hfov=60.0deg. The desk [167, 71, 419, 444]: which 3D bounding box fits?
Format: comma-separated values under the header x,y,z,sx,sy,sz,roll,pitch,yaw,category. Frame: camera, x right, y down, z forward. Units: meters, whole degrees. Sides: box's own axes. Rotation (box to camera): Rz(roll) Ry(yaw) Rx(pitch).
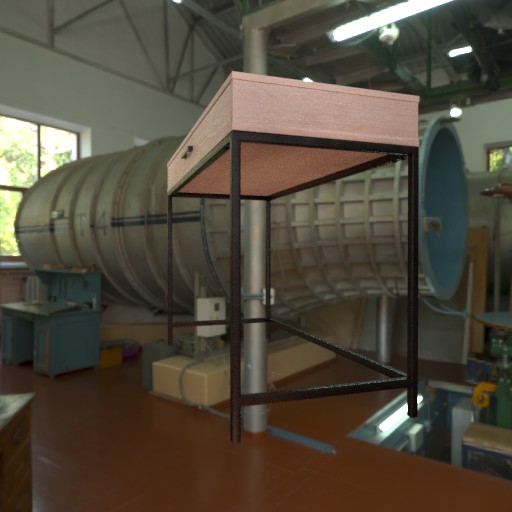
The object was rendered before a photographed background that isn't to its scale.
x,y,z,sx,sy,sz,roll,pitch,yaw,category
0.000,0.000,1.454,0.470,0.762,1.016,0,1,-19,desk
